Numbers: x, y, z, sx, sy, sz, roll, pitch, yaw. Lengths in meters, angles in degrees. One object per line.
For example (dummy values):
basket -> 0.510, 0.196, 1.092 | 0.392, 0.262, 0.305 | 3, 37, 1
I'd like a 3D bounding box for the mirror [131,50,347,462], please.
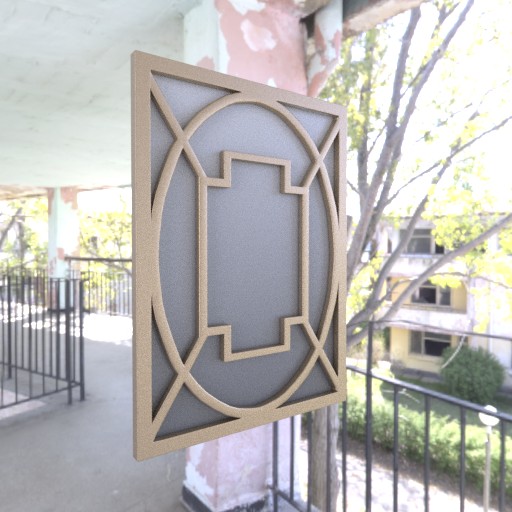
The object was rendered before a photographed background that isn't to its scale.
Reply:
mirror -> 0.000, 0.000, 1.333 | 0.756, 1.023, 0.032 | -1, 2, -36
